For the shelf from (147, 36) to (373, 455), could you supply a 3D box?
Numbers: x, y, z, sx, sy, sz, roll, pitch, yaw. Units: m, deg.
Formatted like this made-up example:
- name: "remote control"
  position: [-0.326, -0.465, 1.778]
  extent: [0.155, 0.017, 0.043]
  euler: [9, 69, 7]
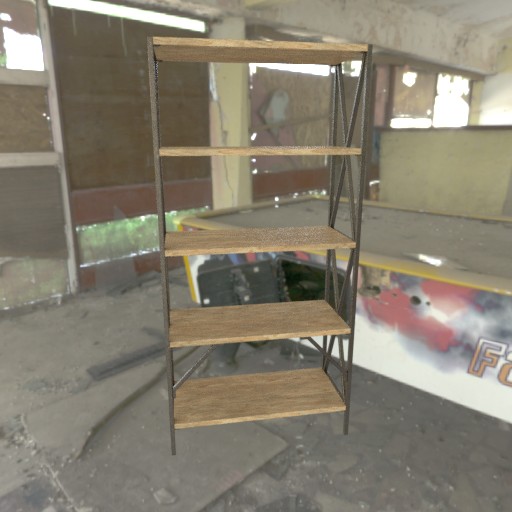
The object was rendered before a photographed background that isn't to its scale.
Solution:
- name: "shelf"
  position: [0.000, 0.000, 2.108]
  extent: [0.874, 1.803, 0.386]
  euler: [-3, 15, -10]
